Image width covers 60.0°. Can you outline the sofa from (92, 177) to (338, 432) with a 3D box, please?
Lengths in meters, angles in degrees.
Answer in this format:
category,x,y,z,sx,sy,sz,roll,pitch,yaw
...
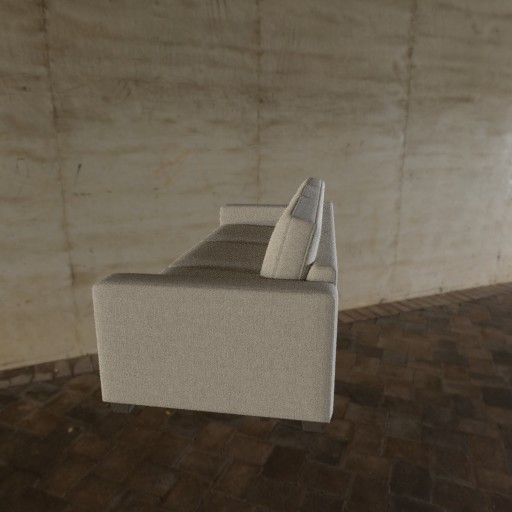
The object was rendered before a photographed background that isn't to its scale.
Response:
category,x,y,z,sx,sy,sz,roll,pitch,yaw
sofa,0.000,0.000,2.609,0.900,0.800,2.160,2,15,9
